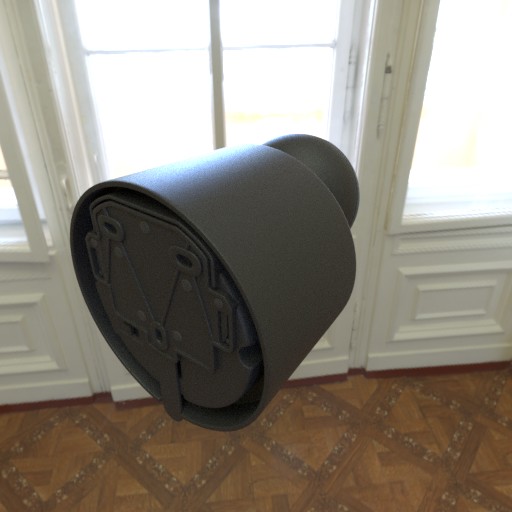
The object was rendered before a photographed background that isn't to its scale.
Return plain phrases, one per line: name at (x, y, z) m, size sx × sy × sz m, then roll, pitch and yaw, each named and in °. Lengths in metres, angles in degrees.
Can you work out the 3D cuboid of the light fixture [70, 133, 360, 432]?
light fixture at (0.000, 0.000, 0.269) m, size 0.134 × 0.143 × 0.160 m, roll 21°, pitch 37°, yaw 31°
